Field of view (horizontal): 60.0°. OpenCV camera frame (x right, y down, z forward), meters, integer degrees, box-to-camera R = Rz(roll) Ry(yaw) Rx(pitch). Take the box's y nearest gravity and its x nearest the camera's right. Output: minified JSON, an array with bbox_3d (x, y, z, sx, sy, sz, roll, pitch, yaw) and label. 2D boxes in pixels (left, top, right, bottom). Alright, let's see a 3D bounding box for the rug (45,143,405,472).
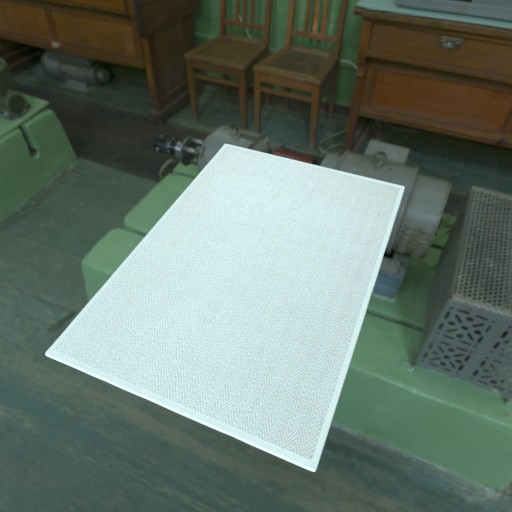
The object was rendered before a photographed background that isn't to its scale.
[{"bbox_3d":[0.000,0.000,2.892,1.532,0.017,2.244,17,49,16],"label":"rug"}]
